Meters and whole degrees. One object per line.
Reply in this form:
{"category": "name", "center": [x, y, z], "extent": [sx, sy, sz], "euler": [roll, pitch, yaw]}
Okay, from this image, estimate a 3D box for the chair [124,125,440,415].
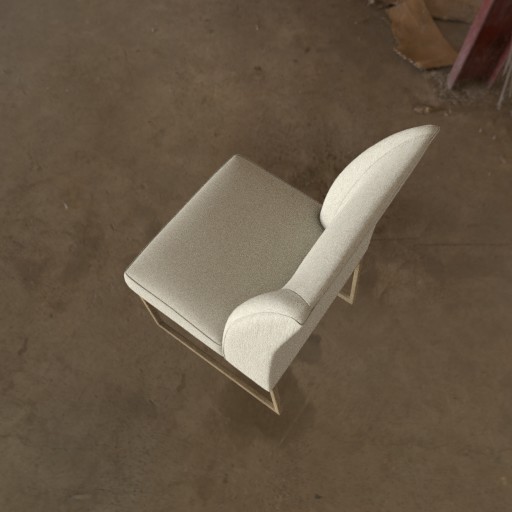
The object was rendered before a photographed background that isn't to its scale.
{"category": "chair", "center": [0.000, 0.000, 1.168], "extent": [0.522, 0.863, 0.508], "euler": [33, 68, 15]}
